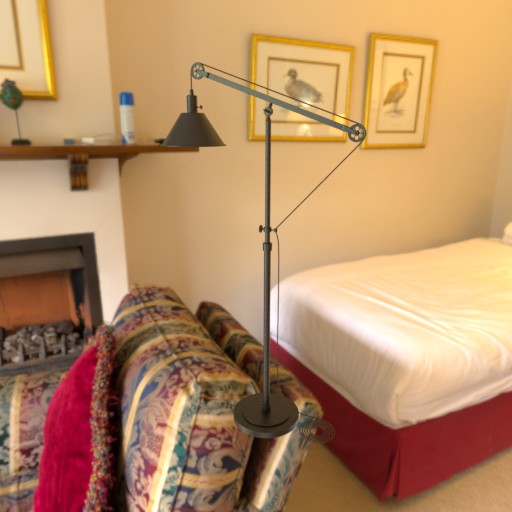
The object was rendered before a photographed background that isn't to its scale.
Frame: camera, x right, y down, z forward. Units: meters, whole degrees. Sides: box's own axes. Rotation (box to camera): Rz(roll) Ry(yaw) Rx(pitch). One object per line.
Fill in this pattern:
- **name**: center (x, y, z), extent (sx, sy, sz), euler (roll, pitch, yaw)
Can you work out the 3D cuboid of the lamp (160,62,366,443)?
- **lamp**: center (0.000, 0.000, 1.974), extent (0.904, 1.626, 0.319), euler (8, 18, 25)
